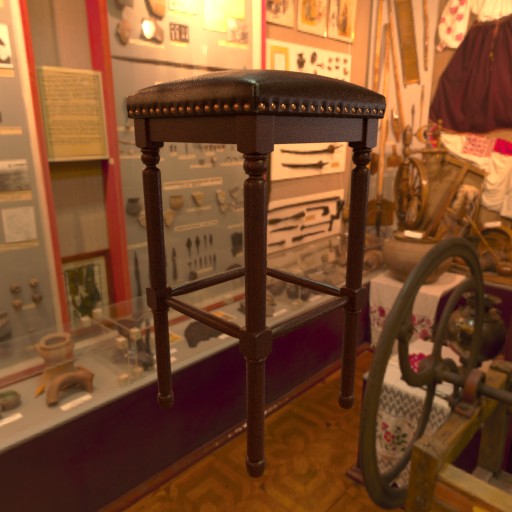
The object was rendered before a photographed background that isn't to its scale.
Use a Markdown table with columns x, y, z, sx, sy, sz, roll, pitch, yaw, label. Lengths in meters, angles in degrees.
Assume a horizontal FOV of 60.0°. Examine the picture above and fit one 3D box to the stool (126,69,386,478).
| x | y | z | sx | sy | sz | roll | pitch | yaw | label |
| --- | --- | --- | --- | --- | --- | --- | --- | --- | --- |
| 0.000 | 0.000 | 0.992 | 0.383 | 0.768 | 0.382 | -15 | 22 | -43 | stool |
